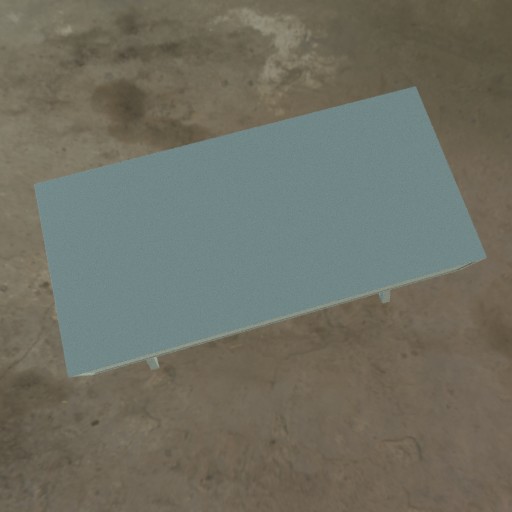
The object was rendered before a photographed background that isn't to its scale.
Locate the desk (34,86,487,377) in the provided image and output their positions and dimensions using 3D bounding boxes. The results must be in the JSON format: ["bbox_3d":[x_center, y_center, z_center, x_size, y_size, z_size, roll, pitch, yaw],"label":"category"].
[{"bbox_3d":[0.000,0.000,1.509,1.059,0.780,0.509,-15,77,-4],"label":"desk"}]
